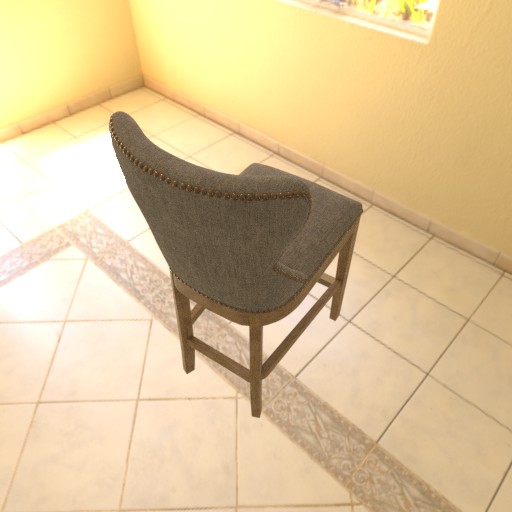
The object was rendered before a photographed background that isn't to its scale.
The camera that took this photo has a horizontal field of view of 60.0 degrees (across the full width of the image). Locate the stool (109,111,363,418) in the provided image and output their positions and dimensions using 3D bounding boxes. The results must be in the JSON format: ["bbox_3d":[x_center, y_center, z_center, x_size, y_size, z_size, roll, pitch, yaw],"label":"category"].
[{"bbox_3d":[0.000,0.000,1.330,0.498,0.981,0.608,26,51,23],"label":"stool"}]
